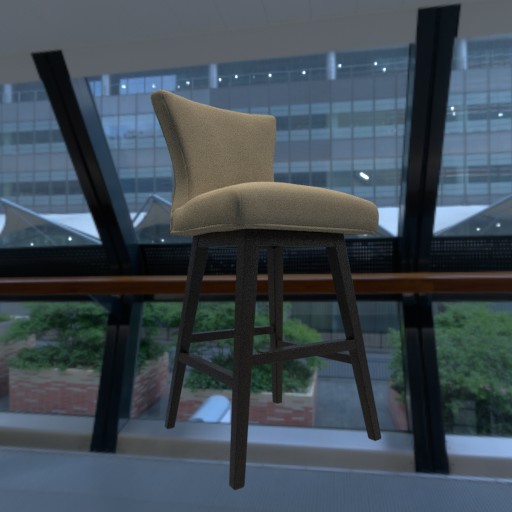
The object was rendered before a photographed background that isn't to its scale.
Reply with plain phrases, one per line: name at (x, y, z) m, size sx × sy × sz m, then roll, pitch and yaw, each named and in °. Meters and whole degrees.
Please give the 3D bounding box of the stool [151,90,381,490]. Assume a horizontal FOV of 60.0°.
stool at (0.000, 0.000, 1.394) m, size 0.514 × 1.086 × 0.574 m, roll 1°, pitch -1°, yaw -35°
